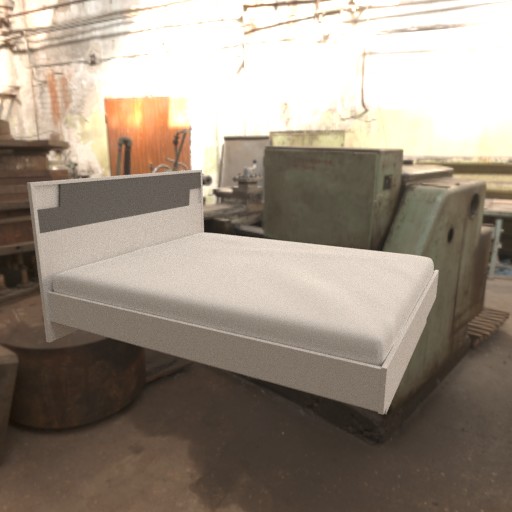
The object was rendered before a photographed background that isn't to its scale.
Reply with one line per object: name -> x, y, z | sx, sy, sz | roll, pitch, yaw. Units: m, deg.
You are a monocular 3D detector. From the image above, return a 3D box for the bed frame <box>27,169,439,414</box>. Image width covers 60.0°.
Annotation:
bed frame -> 0.000, 0.000, 2.938 | 2.100, 1.001, 1.711 | 7, 16, 28
